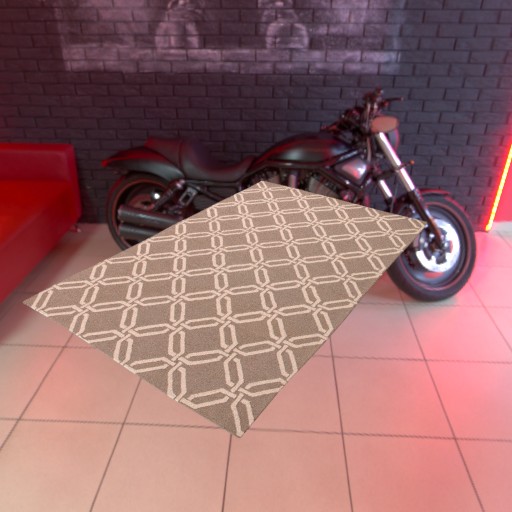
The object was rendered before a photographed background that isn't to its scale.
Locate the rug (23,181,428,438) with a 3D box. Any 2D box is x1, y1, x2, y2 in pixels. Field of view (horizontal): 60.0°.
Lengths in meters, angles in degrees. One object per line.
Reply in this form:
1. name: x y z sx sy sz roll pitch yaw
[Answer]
1. rug: 0.000 0.000 2.157 1.142 0.010 1.748 20 35 30
